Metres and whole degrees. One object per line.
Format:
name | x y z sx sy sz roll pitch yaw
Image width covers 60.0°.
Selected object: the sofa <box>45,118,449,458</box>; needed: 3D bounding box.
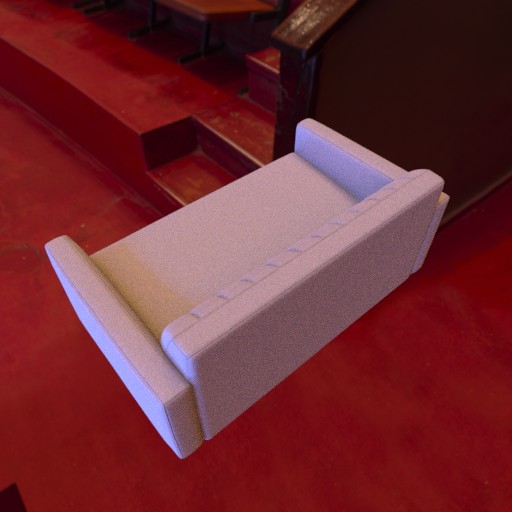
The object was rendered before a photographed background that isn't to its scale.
sofa | 0.000 0.000 2.126 1.585 0.801 0.950 -32 55 -26
